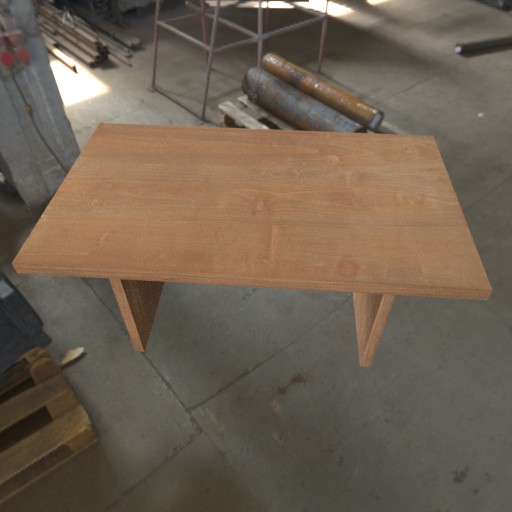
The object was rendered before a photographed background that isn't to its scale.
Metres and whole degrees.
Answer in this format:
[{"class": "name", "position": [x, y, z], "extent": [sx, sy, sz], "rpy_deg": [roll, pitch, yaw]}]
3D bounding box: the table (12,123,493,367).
[{"class": "table", "position": [0.000, 0.000, 2.084], "extent": [1.609, 0.780, 0.946], "rpy_deg": [3, 46, 3]}]
